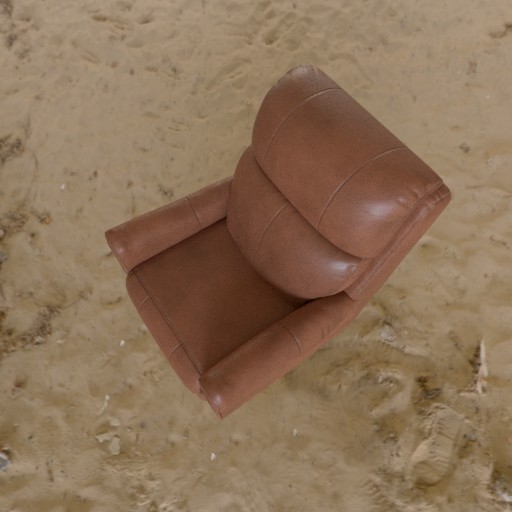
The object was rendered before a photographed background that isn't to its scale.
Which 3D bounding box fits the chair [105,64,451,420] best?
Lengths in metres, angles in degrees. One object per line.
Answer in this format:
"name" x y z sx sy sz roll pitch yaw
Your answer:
"chair" 0.000 0.000 1.782 1.014 1.054 0.838 -32 67 -15
